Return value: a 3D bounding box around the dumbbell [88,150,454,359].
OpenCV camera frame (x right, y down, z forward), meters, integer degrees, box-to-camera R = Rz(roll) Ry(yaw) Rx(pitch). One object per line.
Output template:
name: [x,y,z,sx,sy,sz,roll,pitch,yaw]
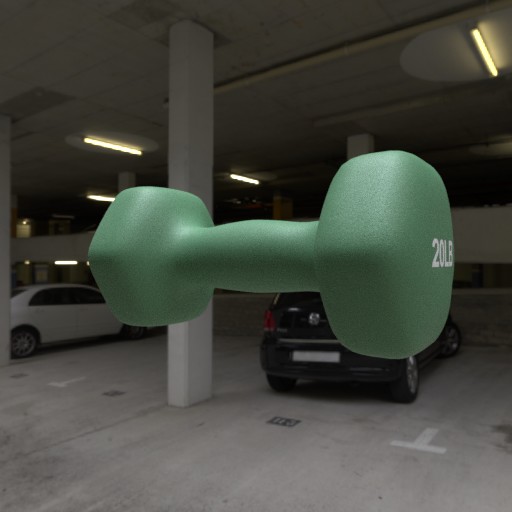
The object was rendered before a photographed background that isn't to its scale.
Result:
dumbbell: [0.000,0.000,0.318,0.257,0.114,0.126,0,-1,36]
